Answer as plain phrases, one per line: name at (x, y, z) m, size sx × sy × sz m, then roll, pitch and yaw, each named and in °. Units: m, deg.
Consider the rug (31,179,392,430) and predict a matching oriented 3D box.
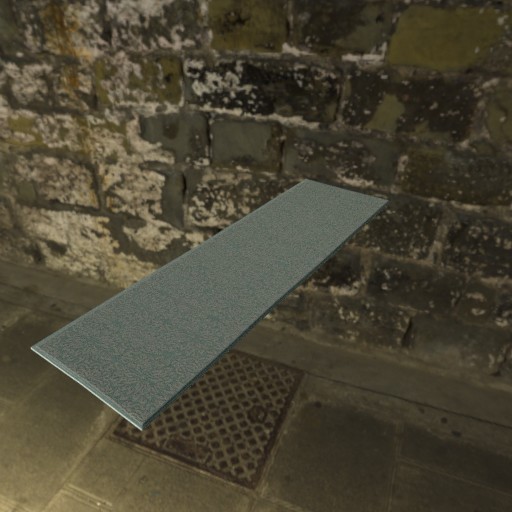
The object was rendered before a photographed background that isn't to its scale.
rug at (0.000, 0.000, 2.377) m, size 0.662 × 0.011 × 2.196 m, roll 21°, pitch 38°, yaw 30°
